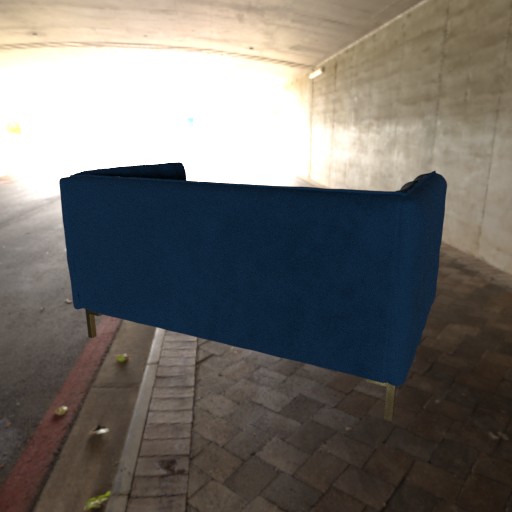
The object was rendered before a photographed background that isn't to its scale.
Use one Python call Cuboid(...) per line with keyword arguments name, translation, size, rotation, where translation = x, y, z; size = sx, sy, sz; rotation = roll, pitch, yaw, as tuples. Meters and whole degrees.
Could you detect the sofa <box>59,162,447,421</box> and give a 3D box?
Cuboid(name="sofa", translation=(0.000, 0.000, 2.122), size=(1.583, 0.810, 0.909), rotation=(8, 17, 26))
